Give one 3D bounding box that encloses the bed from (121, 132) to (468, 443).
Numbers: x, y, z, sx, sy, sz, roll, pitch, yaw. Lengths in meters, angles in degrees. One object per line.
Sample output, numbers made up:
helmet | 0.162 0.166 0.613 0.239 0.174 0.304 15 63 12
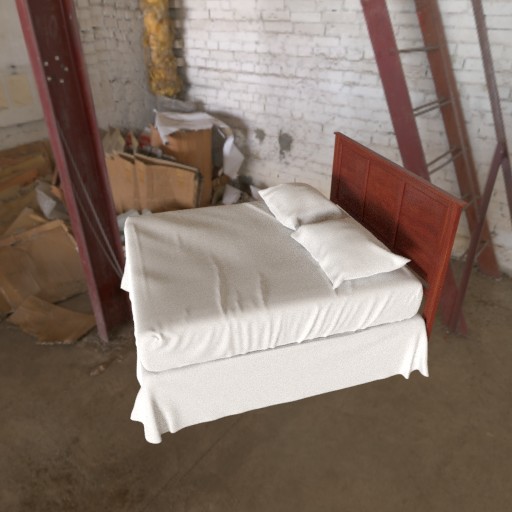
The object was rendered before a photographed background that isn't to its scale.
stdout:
bed | 0.000 0.000 3.276 2.050 1.270 1.870 -9 31 -15
